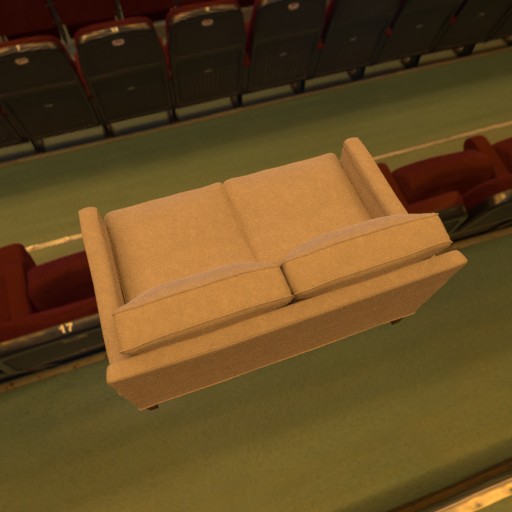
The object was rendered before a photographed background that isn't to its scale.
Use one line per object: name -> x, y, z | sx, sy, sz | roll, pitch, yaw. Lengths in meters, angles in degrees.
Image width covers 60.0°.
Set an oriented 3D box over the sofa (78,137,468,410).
sofa -> 0.000, 0.000, 2.263 | 1.597, 1.002, 1.084 | -17, 60, -10
